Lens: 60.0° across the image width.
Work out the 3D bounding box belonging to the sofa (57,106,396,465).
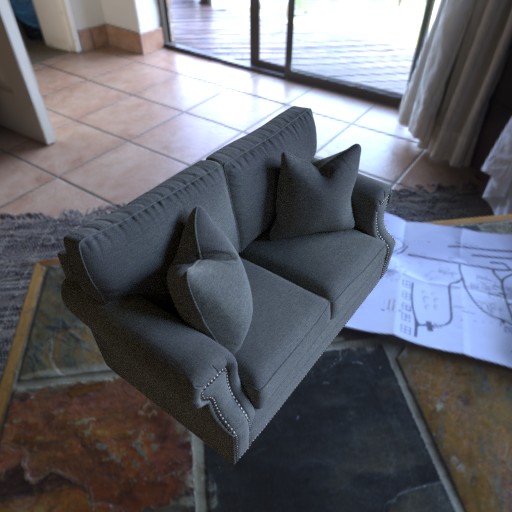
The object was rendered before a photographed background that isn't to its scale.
[{"bbox_3d":[0.000,0.000,2.293,0.966,0.966,1.701,26,48,27],"label":"sofa"}]
